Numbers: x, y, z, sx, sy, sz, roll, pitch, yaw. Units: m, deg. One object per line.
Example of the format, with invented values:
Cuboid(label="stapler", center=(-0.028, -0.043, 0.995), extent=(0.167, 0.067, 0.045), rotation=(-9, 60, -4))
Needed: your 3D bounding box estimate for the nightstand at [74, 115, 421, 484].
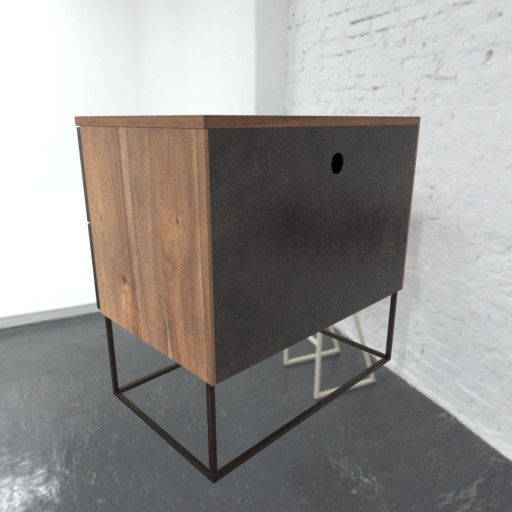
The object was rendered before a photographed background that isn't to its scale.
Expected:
Cuboid(label="nightstand", center=(0.000, 0.000, 1.017), extent=(0.605, 0.611, 0.427), rotation=(-16, 23, -42))
